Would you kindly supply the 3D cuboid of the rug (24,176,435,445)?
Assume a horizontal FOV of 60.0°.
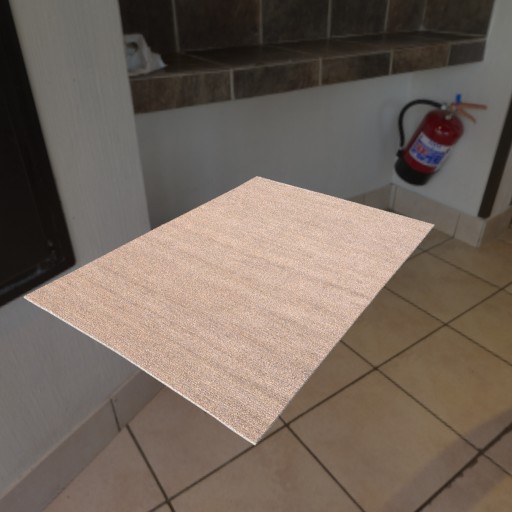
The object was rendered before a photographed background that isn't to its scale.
[{"bbox_3d":[0.000,0.000,2.888,1.624,0.030,2.264,21,37,30],"label":"rug"}]
